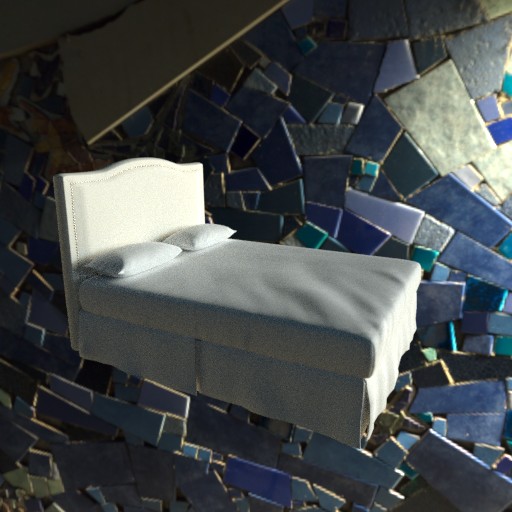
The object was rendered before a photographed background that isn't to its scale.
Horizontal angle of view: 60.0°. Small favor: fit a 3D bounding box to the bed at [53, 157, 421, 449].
[{"bbox_3d":[0.000,0.000,3.419,2.282,1.436,1.821,8,17,26],"label":"bed"}]
